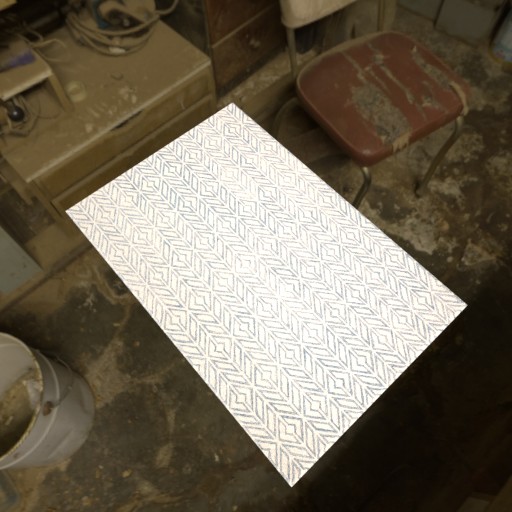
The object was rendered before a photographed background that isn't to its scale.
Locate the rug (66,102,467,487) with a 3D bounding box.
[{"bbox_3d":[0.000,0.000,2.350,1.220,0.008,1.824,-39,70,-17],"label":"rug"}]
